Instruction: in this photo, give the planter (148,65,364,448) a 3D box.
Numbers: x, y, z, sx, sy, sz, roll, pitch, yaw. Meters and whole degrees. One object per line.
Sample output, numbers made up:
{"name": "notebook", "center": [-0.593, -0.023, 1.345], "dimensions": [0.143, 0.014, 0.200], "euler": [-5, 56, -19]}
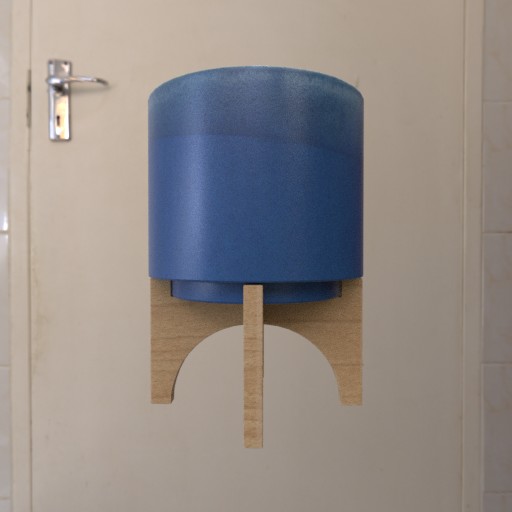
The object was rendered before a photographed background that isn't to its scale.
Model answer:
{"name": "planter", "center": [0.000, 0.000, 0.554], "dimensions": [0.261, 0.367, 0.261], "euler": [0, 1, 0]}
